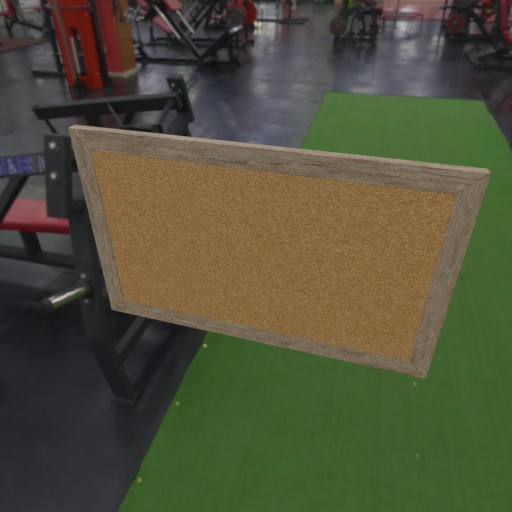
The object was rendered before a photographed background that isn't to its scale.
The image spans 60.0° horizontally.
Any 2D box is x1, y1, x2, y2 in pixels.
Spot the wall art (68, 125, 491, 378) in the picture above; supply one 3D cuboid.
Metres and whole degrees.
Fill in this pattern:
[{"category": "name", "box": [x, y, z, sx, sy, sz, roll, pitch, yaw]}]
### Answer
[{"category": "wall art", "box": [0.000, 0.000, 0.935, 0.780, 0.480, 0.021, 10, 35, 14]}]
